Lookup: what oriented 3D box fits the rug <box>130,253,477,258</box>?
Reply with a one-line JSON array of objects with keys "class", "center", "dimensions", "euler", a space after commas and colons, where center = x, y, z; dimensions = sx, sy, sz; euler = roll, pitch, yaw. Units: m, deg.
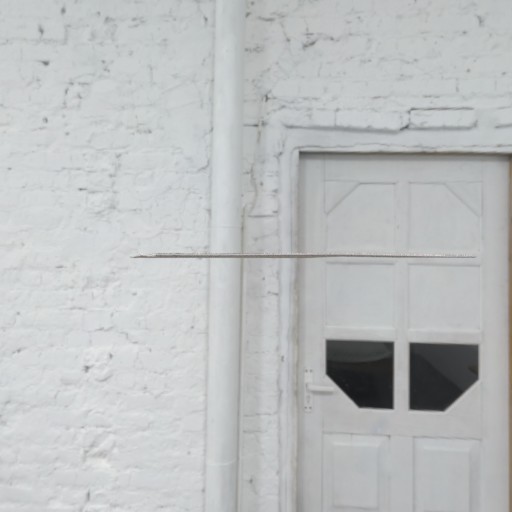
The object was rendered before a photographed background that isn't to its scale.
[{"class": "rug", "center": [0.000, 0.000, 3.102], "dimensions": [1.609, 0.030, 2.342], "euler": [0, 0, -18]}]
